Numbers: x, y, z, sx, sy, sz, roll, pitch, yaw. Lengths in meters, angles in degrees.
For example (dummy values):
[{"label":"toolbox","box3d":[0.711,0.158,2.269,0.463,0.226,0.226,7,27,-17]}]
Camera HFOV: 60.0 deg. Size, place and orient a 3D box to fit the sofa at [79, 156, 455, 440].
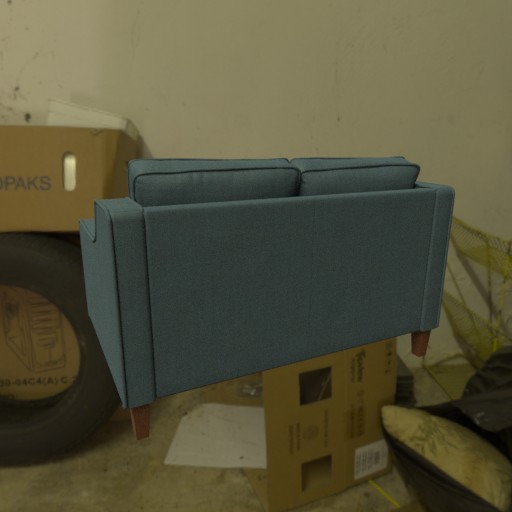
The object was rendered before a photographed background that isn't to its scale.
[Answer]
[{"label":"sofa","box3d":[0.000,0.000,2.155,1.501,0.971,0.987,-7,17,-26]}]
